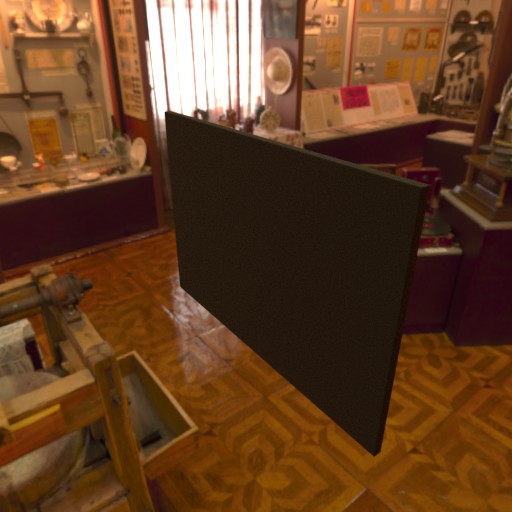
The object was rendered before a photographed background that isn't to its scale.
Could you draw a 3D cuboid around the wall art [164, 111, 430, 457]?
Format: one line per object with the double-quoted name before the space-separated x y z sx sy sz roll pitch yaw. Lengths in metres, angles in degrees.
"wall art" 0.000 0.000 1.236 0.026 0.656 0.958 -19 32 -32
